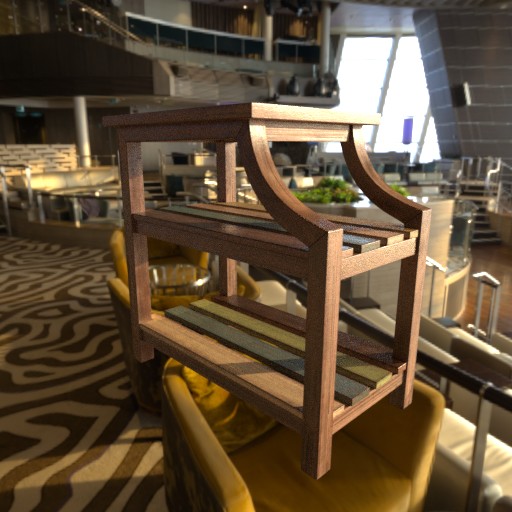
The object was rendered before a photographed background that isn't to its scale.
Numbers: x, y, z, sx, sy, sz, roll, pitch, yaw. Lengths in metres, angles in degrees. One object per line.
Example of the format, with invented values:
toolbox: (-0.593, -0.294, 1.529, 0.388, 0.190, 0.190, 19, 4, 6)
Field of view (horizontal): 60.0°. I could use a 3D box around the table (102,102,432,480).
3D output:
table: (0.000, 0.000, 0.954, 0.356, 0.584, 0.609, -13, 19, -42)
